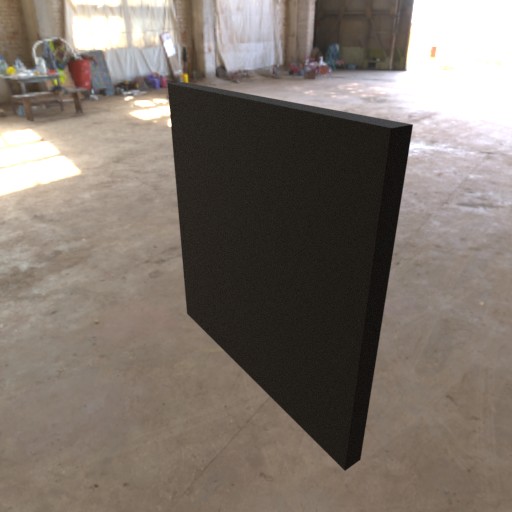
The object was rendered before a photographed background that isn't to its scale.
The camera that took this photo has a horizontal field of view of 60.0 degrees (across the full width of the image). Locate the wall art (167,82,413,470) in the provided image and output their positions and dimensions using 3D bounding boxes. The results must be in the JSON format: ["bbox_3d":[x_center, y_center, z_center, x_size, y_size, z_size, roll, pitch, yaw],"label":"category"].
[{"bbox_3d":[0.000,0.000,0.677,0.030,0.458,0.462,-18,32,-31],"label":"wall art"}]
